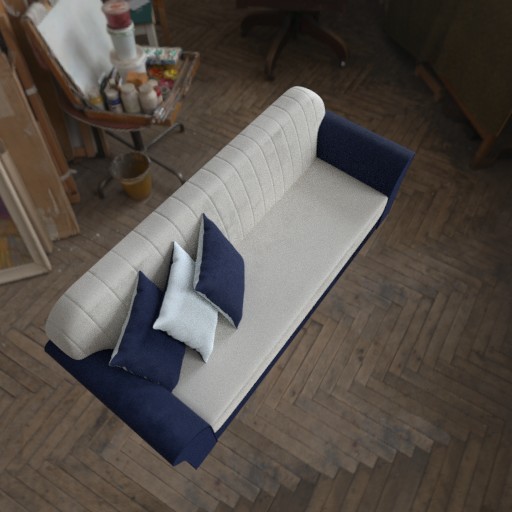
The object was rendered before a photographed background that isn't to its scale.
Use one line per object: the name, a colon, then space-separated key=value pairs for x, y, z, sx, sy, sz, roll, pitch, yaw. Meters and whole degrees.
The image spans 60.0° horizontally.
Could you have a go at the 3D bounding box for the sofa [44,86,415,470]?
sofa: x=0.000 y=0.000 z=2.325 sx=0.749 sy=0.789 sz=2.006 roll=33 pitch=64 yaw=19
